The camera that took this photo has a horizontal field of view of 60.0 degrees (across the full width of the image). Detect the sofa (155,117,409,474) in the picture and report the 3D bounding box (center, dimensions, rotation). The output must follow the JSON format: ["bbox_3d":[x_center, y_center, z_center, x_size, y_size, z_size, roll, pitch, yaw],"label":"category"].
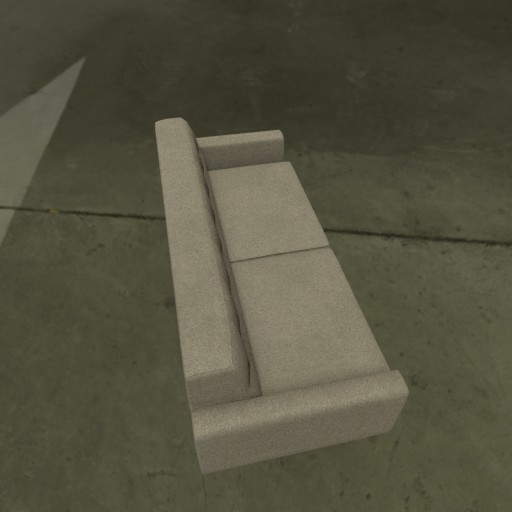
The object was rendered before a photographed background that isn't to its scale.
[{"bbox_3d":[0.000,0.000,2.471,0.909,0.841,2.029,-9,47,-9],"label":"sofa"}]
